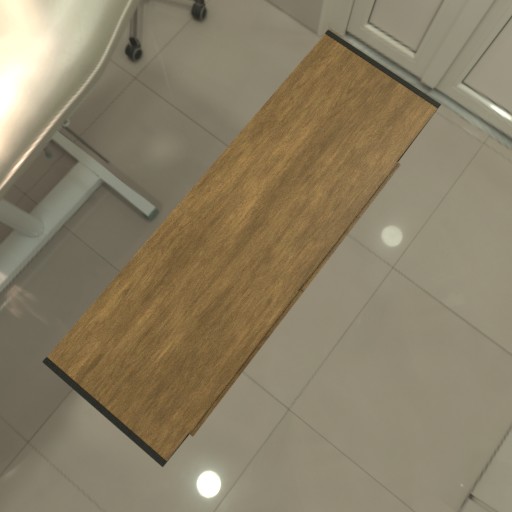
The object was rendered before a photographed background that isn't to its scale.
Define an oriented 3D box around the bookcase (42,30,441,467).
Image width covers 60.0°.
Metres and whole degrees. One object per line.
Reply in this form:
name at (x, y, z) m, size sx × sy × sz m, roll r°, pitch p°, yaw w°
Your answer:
bookcase at (0.000, 0.000, 1.466) m, size 0.391 × 0.712 × 1.149 m, roll 37°, pitch 80°, yaw 8°
